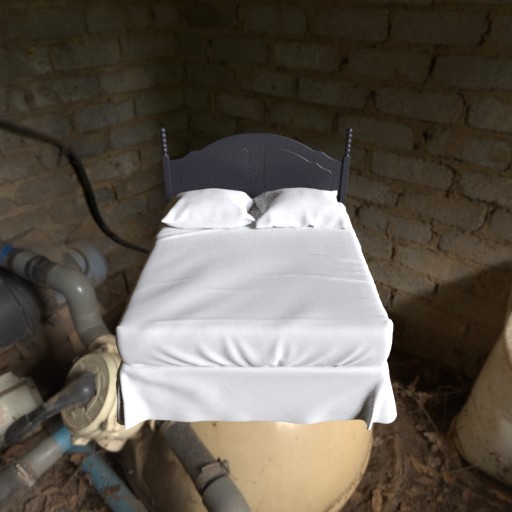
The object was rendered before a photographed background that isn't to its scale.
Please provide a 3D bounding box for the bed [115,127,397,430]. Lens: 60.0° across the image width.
[{"bbox_3d":[0.000,0.000,3.281,1.873,1.356,2.040,0,31,0],"label":"bed"}]
